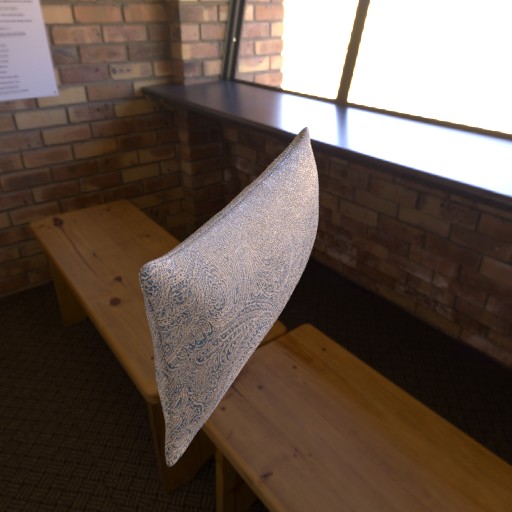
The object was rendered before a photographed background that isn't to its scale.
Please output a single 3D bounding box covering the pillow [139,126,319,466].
[{"bbox_3d":[0.000,0.000,0.741,0.151,0.295,0.615,10,31,18],"label":"pillow"}]
